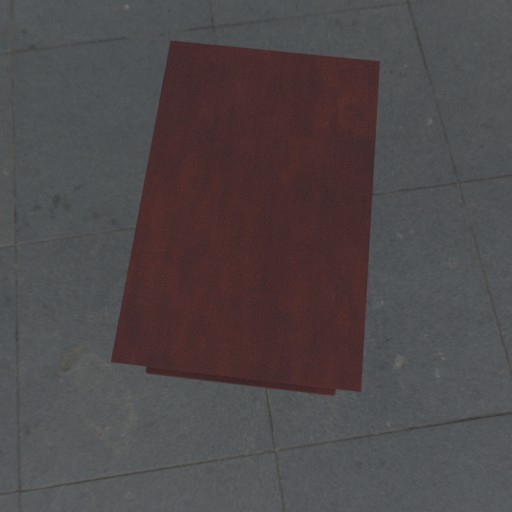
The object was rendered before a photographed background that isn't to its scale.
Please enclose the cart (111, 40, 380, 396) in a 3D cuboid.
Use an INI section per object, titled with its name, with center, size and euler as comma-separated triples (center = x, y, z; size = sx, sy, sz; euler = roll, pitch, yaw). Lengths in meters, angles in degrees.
[cart]
center = 0.000, 0.000, 1.270
size = 0.442, 0.864, 0.683
euler = 6, 77, 2
